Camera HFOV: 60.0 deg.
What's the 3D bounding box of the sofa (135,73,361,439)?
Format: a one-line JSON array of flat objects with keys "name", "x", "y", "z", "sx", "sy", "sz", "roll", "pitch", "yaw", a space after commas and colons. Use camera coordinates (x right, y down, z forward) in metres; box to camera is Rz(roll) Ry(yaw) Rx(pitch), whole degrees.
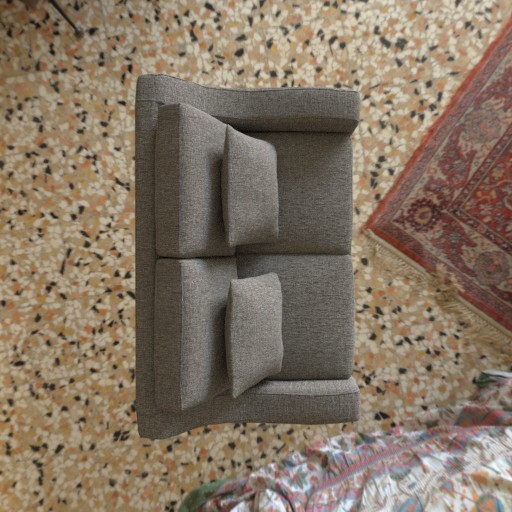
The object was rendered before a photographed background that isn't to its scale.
[{"name": "sofa", "x": 0.000, "y": 0.000, "z": 2.430, "sx": 1.120, "sy": 0.991, "sz": 1.778, "roll": 0, "pitch": 91, "yaw": 3}]
